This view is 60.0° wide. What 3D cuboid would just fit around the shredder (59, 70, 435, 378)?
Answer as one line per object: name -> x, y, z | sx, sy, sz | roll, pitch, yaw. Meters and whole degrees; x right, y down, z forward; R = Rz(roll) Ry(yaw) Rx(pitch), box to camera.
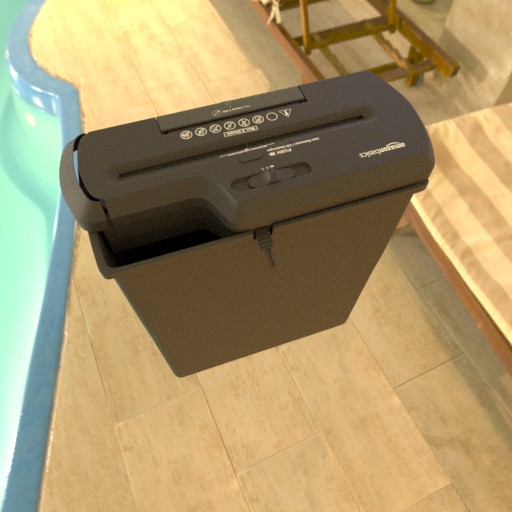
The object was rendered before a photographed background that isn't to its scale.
shredder -> 0.000, 0.000, 0.503 | 0.320, 0.335, 0.170 | -16, 59, -10
